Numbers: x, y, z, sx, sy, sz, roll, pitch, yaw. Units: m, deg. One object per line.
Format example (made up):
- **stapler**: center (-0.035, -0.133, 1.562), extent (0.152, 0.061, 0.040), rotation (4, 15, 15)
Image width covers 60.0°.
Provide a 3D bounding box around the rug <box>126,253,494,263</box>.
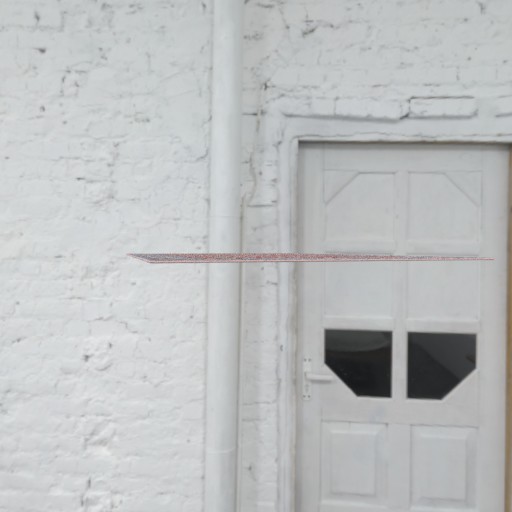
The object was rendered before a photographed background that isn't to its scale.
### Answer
- **rug**: center (0.000, 0.000, 2.277), extent (1.219, 0.009, 1.829), rotation (0, 1, -18)
